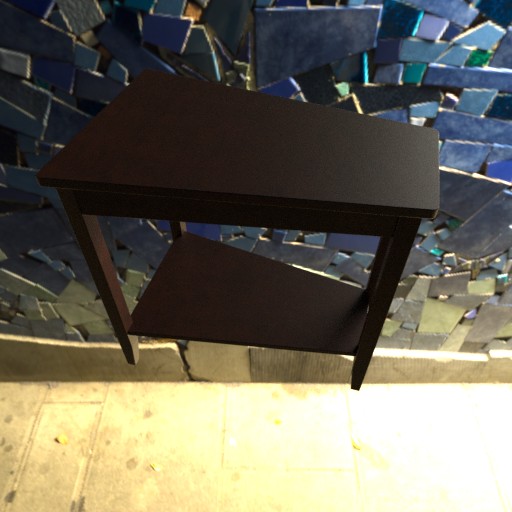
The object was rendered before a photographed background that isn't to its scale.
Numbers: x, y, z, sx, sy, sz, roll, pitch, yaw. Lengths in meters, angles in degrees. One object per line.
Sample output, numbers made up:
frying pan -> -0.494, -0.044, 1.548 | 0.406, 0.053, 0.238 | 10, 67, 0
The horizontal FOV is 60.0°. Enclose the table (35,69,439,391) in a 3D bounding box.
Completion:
table -> 0.000, 0.000, 0.974 | 0.605, 0.589, 0.399 | 12, 48, 11
